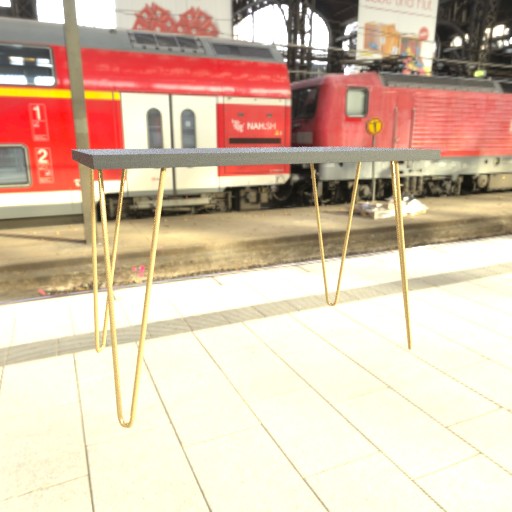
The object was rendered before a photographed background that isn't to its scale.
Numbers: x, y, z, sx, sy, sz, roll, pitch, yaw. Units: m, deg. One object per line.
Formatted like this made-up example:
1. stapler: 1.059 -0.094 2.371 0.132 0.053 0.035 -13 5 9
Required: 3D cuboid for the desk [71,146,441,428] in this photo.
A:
1. desk: 0.000 0.000 1.413 0.991 0.660 0.499 -7 17 -26
